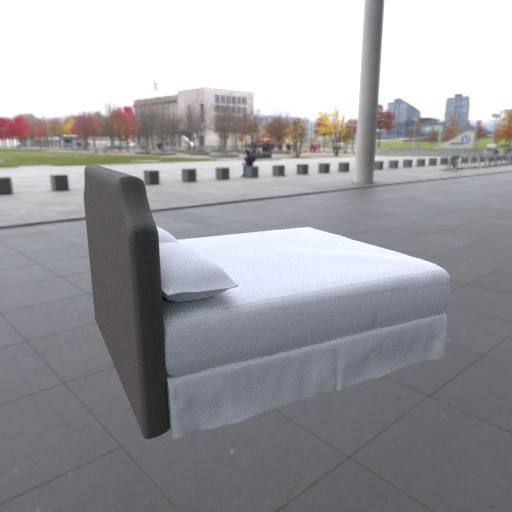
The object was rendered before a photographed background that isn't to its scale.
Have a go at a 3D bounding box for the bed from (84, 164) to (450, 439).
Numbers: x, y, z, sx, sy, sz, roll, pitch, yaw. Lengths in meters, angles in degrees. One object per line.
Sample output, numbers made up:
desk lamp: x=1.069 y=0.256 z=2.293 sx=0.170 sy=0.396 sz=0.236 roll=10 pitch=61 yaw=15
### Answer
bed: x=0.000 y=0.000 z=3.879 sx=2.536 sy=1.561 sz=2.194 roll=-7 pitch=16 yaw=-26
